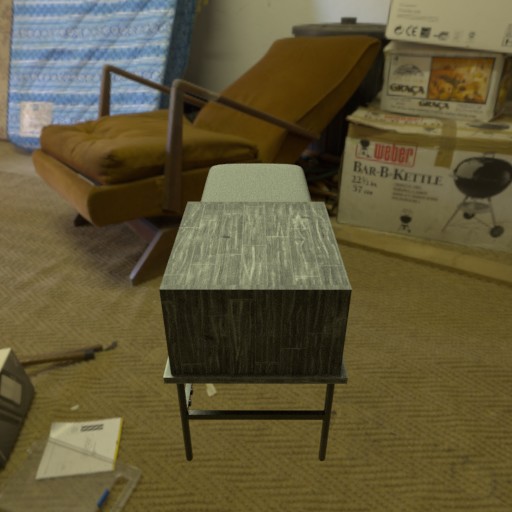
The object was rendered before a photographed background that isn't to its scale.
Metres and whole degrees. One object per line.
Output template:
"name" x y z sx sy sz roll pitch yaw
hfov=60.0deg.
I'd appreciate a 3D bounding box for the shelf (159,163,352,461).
"shelf" 0.000 0.000 1.638 0.457 0.633 1.342 0 31 0
